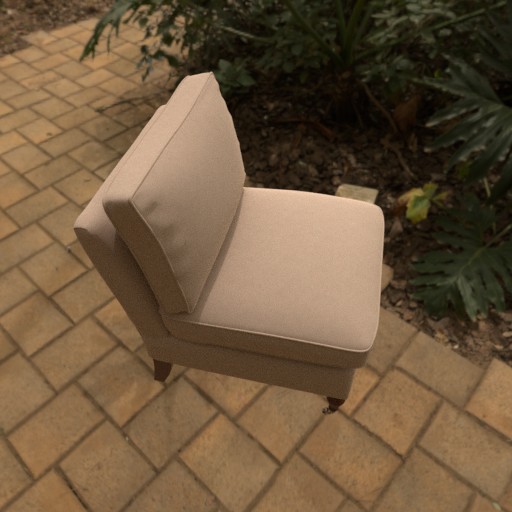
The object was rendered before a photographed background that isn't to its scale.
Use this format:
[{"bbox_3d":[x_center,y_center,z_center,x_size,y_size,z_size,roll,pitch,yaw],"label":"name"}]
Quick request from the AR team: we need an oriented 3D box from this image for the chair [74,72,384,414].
[{"bbox_3d":[0.000,0.000,1.662,0.912,1.052,0.724,10,49,9],"label":"chair"}]
